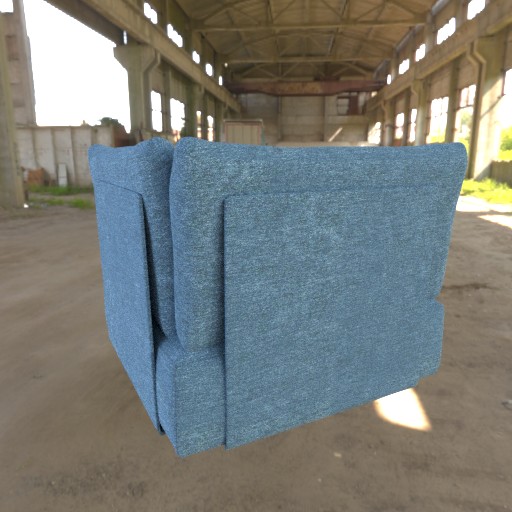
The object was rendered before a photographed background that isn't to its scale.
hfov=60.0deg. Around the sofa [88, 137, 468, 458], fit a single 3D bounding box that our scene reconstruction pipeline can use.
[{"bbox_3d":[0.000,0.000,1.646,1.000,0.820,1.000,-7,15,-27],"label":"sofa"}]
